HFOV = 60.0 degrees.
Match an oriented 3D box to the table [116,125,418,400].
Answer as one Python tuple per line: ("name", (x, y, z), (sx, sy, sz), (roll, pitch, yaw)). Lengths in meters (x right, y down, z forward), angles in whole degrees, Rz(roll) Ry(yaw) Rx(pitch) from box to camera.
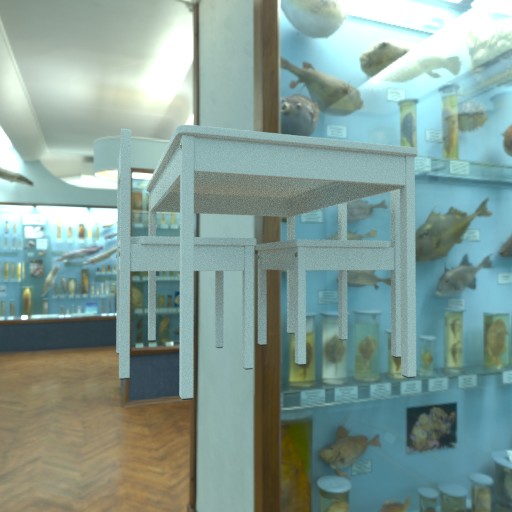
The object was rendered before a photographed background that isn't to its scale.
("table", (0.000, 0.000, 1.127), (0.672, 0.503, 0.650), (0, -1, -19))
